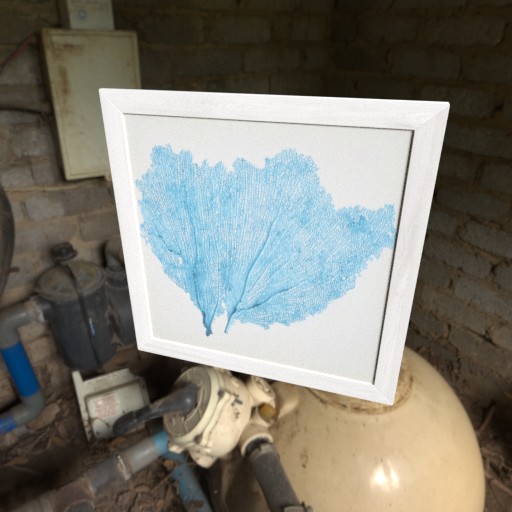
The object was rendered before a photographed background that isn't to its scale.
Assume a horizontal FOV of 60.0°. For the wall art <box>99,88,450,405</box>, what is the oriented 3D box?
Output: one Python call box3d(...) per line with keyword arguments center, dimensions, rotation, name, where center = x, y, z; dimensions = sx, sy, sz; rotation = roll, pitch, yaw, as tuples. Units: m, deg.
box3d(center=(0.000, 0.000, 0.848), dimensions=(0.584, 0.584, 0.013), rotation=(8, 28, 16), name="wall art")
